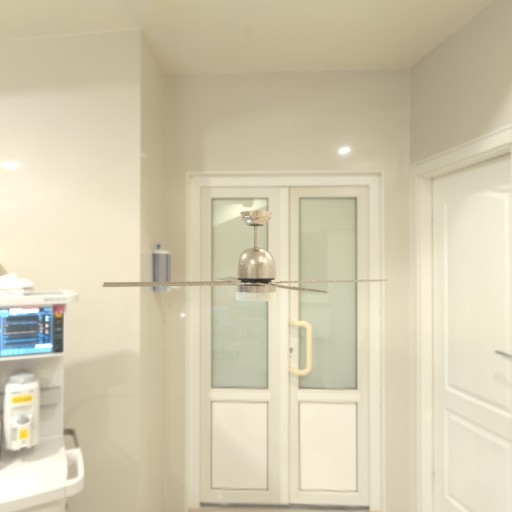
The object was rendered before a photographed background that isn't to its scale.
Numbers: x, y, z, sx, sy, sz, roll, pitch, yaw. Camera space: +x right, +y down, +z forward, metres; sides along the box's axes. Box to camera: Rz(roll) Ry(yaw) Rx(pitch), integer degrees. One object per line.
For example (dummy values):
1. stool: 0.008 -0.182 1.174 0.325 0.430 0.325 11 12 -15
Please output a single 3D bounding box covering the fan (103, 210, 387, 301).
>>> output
1. fan: 0.000 0.000 2.062 1.346 0.406 1.346 0 -1 -18
